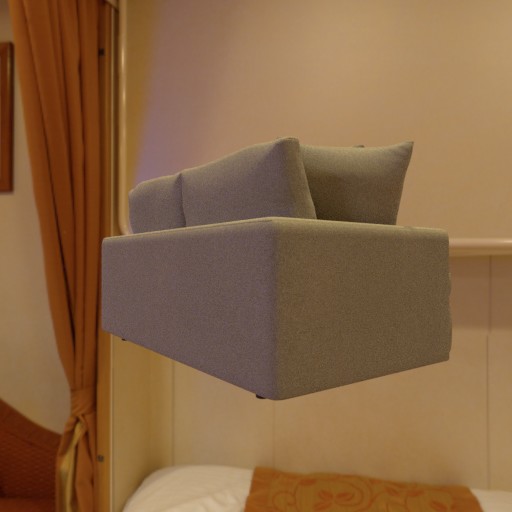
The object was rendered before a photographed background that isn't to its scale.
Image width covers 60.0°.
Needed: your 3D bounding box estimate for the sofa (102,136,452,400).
[{"bbox_3d":[0.000,0.000,2.561,1.228,1.080,1.869,0,-1,-36],"label":"sofa"}]
